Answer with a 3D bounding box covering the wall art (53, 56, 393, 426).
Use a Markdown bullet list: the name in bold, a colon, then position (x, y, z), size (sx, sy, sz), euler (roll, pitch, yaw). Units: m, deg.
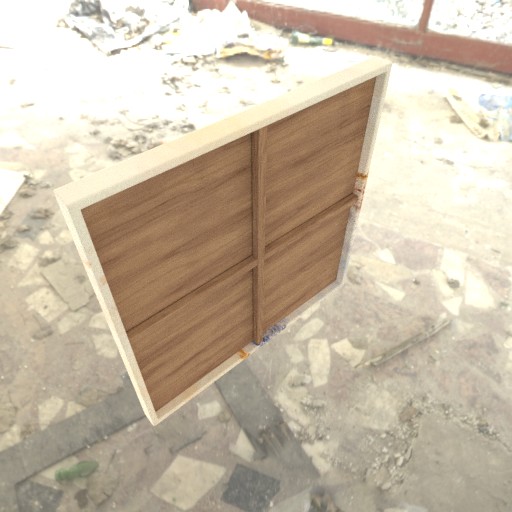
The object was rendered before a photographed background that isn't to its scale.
- **wall art**: position (0.000, 0.000, 1.527), size (1.061, 1.061, 0.071), euler (-32, 54, -27)
